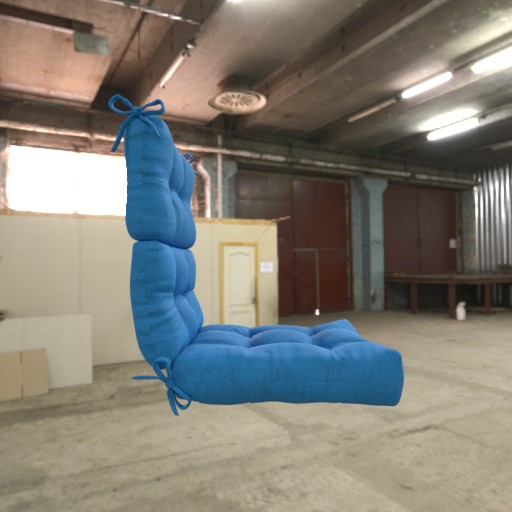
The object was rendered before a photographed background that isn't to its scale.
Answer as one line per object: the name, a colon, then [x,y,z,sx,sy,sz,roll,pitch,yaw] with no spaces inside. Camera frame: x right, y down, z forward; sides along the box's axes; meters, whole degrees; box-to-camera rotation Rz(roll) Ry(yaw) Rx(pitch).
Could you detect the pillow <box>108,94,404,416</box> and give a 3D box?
pillow: [0.000,0.000,1.066,0.571,0.605,0.519,0,-1,0]
